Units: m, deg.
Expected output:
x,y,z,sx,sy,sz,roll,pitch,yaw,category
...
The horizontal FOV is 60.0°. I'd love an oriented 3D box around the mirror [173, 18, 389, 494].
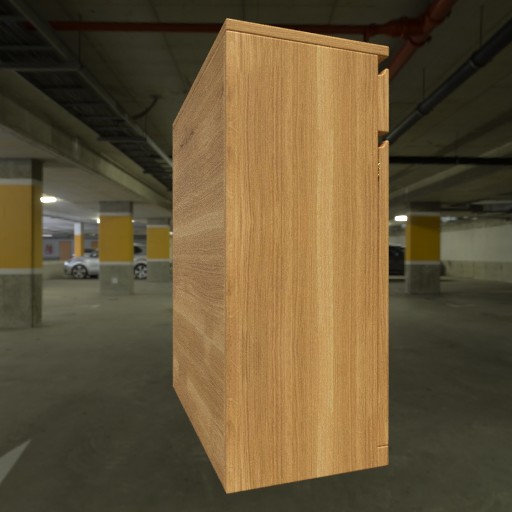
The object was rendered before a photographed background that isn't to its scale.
x,y,z,sx,sy,sz,roll,pitch,yaw,category
0.000,0.000,1.373,0.400,1.000,0.800,0,0,-19,mirror
